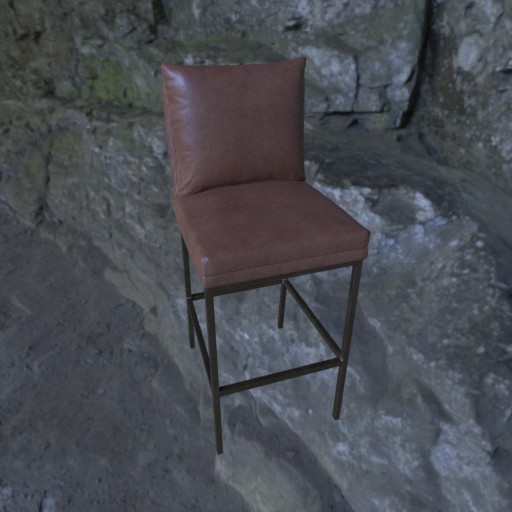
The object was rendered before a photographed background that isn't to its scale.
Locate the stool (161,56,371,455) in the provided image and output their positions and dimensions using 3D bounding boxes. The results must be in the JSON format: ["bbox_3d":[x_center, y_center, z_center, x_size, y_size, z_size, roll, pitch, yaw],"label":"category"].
[{"bbox_3d":[0.000,0.000,1.434,0.463,1.124,0.571,-10,33,-16],"label":"stool"}]
